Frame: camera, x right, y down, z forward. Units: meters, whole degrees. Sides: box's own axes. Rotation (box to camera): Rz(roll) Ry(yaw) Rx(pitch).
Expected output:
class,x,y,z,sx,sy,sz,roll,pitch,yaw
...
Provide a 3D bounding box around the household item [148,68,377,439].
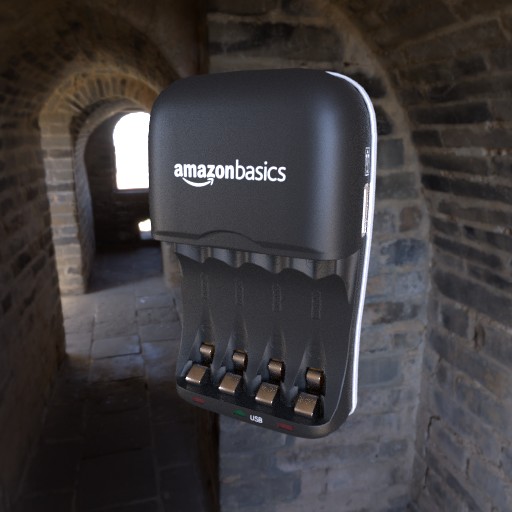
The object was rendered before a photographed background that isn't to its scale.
class,x,y,z,sx,sy,sz,roll,pitch,yaw
household item,0.000,0.000,0.147,0.070,0.114,0.038,7,16,26
